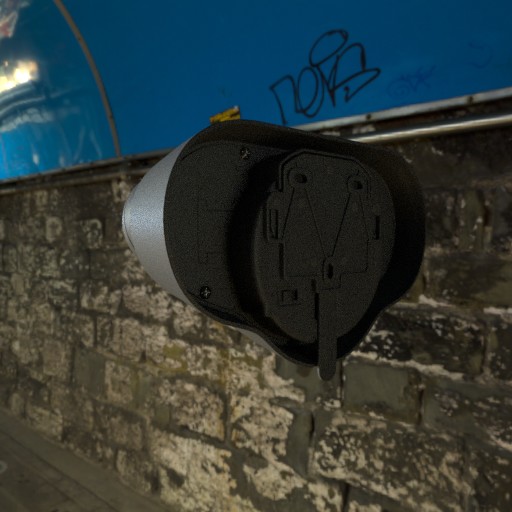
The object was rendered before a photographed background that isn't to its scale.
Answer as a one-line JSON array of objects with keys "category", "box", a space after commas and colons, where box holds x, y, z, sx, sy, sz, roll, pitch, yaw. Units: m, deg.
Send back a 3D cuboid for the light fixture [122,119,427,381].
[{"category": "light fixture", "box": [0.000, 0.000, 0.348, 0.229, 0.159, 0.159, -1, 2, -37]}]
